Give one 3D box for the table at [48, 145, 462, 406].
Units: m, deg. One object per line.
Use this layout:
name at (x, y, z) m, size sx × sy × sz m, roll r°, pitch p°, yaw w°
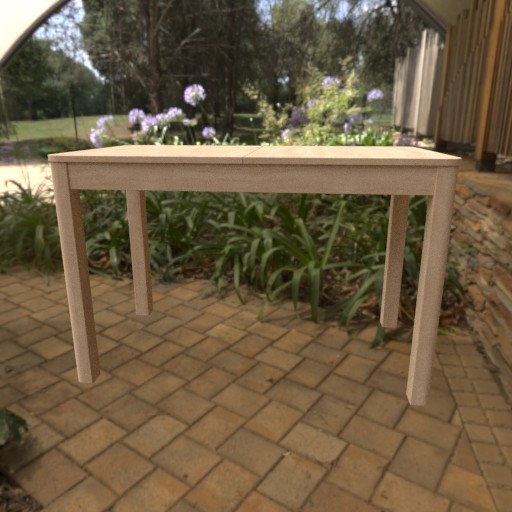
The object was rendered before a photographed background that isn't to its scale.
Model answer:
table at (0.000, 0.000, 1.938) m, size 1.400 × 0.900 × 0.750 m, roll 2°, pitch 17°, yaw 6°
